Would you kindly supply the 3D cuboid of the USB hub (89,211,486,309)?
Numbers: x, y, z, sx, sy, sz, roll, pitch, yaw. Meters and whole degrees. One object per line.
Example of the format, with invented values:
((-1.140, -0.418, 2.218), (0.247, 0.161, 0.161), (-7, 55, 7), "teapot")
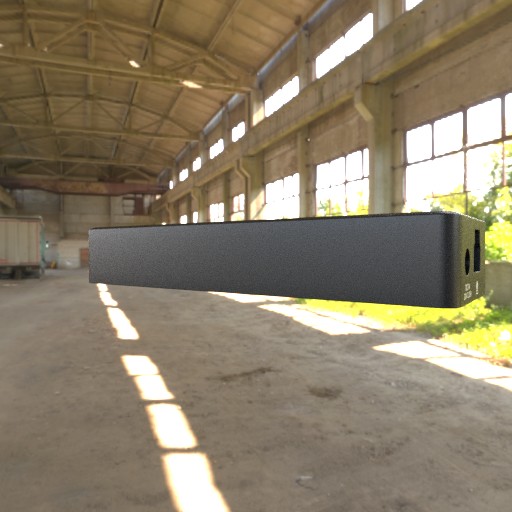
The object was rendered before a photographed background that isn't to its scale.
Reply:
((0.000, 0.000, 0.161), (0.145, 0.023, 0.044), (1, 1, 35), "USB hub")
